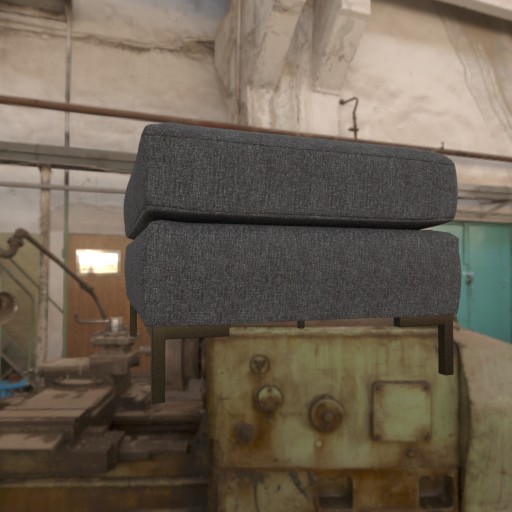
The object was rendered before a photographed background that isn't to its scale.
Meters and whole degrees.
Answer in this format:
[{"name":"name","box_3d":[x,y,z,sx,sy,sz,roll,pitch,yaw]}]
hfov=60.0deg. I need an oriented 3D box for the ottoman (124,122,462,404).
[{"name":"ottoman","box_3d":[0.000,0.000,1.247,0.695,0.533,0.831,0,-1,-19]}]
